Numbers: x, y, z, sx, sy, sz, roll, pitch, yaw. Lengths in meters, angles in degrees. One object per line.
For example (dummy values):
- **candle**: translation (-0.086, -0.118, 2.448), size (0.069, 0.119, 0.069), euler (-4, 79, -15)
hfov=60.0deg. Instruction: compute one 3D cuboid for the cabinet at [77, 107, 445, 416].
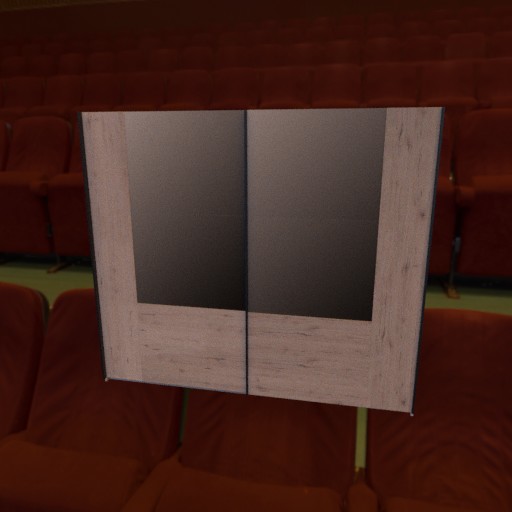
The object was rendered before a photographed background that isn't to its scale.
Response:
- **cabinet**: translation (0.000, 0.000, 3.537), size (2.500, 2.180, 0.660), euler (3, 15, 11)
